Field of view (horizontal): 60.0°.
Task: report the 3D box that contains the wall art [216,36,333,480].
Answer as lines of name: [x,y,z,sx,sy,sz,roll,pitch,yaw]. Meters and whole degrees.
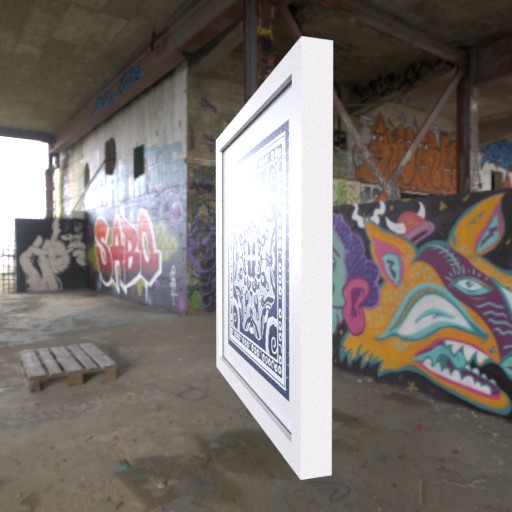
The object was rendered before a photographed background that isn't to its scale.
wall art: [0.000,0.000,0.528,0.027,0.355,0.355,0,1,-16]
